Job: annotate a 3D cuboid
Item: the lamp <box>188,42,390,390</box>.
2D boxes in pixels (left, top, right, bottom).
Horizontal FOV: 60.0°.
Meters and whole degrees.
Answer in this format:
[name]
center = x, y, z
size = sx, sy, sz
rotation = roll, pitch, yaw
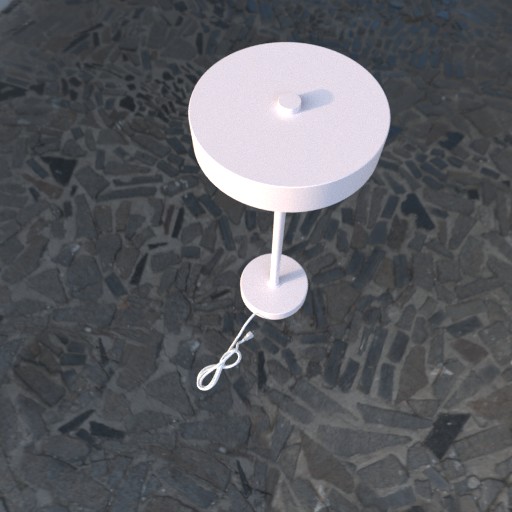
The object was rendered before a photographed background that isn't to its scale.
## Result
[lamp]
center = 0.000, 0.000, 0.691
size = 0.229, 0.508, 0.369
rotation = 29, 65, 15
